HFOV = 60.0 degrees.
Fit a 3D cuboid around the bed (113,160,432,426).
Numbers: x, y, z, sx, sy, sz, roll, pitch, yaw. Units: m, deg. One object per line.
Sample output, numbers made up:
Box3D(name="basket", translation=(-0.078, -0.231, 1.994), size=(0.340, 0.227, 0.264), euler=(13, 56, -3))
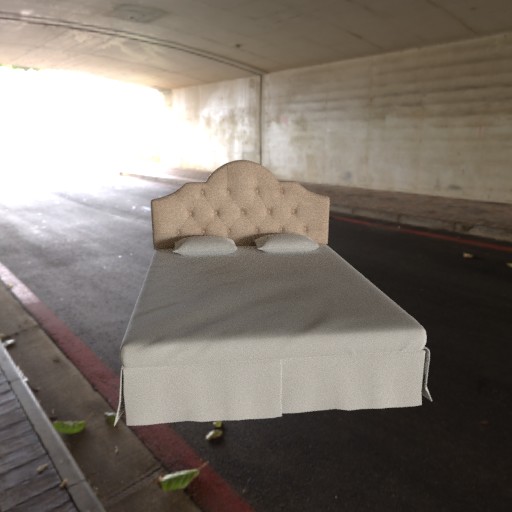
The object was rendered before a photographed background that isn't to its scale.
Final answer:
Box3D(name="bed", translation=(0.000, 0.000, 3.047), size=(1.667, 1.194, 1.970), euler=(-2, 15, -7))
